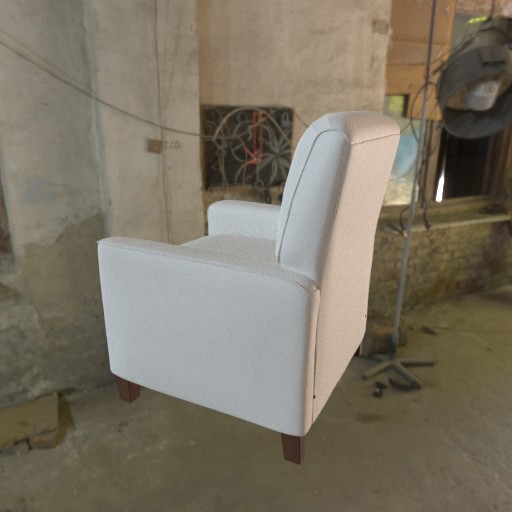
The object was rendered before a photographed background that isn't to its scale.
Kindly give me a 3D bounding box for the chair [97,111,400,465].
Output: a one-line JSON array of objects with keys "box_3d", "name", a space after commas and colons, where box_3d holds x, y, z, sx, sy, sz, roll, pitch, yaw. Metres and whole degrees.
[{"box_3d": [0.000, 0.000, 1.656, 0.858, 1.028, 0.841, 9, 20, 25], "name": "chair"}]
